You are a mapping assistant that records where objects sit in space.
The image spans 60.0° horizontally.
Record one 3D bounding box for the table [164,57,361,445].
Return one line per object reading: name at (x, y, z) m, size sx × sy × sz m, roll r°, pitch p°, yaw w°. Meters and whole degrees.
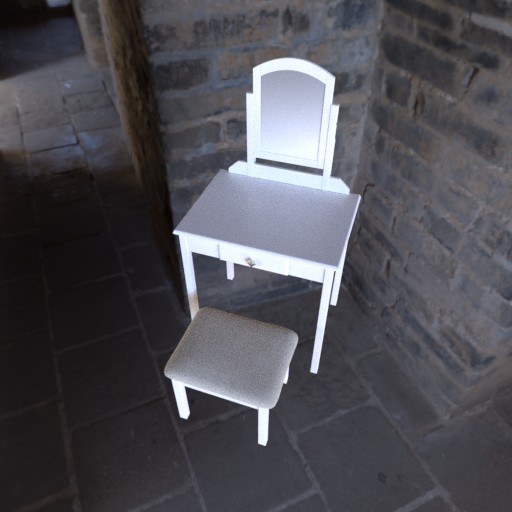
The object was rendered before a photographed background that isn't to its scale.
table at (0.000, 0.000, 2.311) m, size 0.876 × 1.631 × 1.211 m, roll 13°, pitch 44°, yaw 14°
